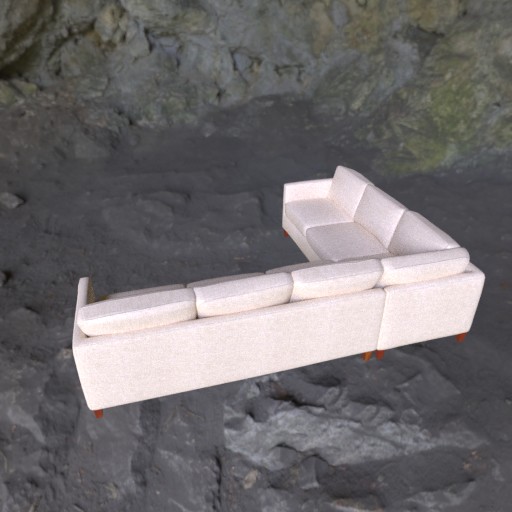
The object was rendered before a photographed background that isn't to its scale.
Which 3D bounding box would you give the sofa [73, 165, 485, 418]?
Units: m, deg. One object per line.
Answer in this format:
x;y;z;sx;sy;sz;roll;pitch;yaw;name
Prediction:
0.000;0.000;4.474;3.302;0.947;2.593;-8;30;-14;sofa
